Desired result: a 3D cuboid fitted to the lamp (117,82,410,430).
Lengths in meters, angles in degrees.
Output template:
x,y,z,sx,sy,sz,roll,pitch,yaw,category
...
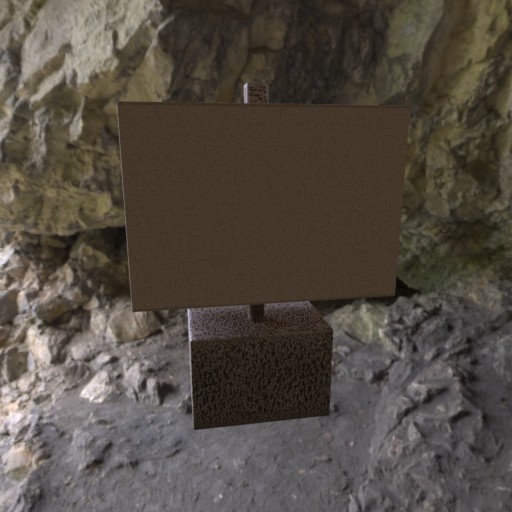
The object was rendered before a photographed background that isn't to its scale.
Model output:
x,y,z,sx,sy,sz,roll,pitch,yaw,category
0.000,0.000,0.565,0.294,0.411,0.180,-3,15,-10,lamp
